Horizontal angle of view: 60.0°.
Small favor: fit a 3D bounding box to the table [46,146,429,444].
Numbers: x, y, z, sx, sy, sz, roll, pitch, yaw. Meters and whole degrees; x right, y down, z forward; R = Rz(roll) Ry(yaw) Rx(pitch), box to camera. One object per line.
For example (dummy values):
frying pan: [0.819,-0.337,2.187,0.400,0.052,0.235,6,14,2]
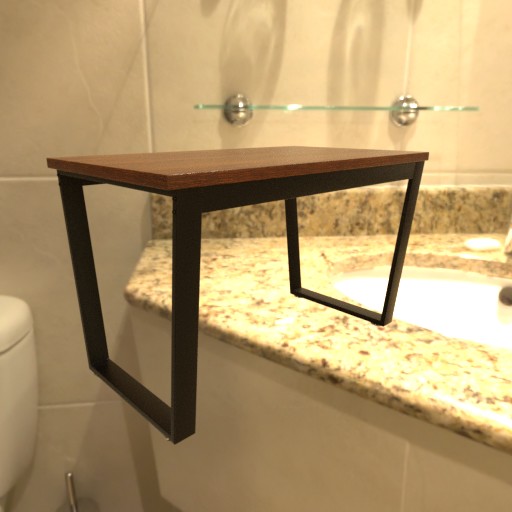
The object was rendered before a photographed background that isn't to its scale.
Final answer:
table: [0.000,0.000,1.700,1.205,0.760,0.714,-15,22,-41]
